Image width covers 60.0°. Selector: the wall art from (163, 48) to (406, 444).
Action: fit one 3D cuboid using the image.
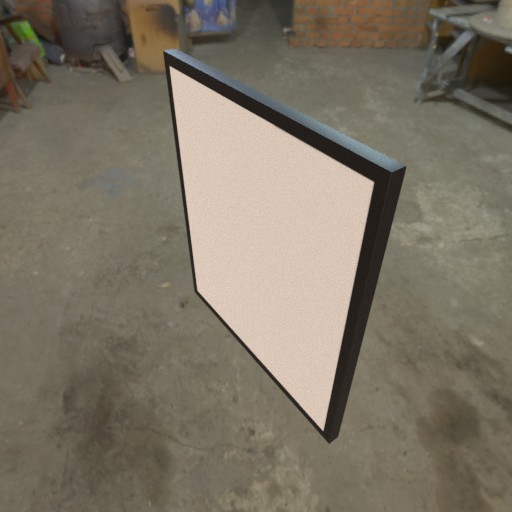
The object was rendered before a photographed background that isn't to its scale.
[{"bbox_3d":[0.000,0.000,0.694,0.021,0.509,0.430,-26,48,-27],"label":"wall art"}]
